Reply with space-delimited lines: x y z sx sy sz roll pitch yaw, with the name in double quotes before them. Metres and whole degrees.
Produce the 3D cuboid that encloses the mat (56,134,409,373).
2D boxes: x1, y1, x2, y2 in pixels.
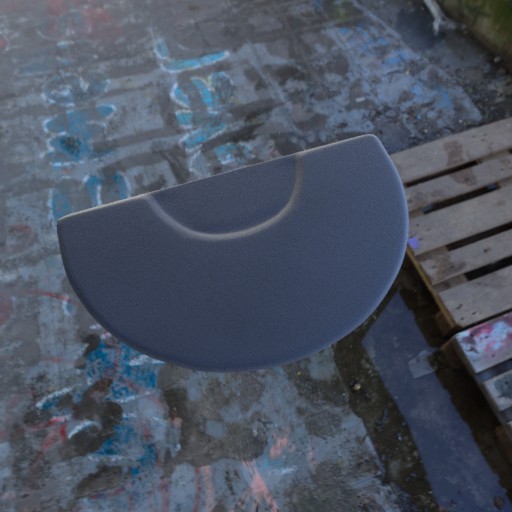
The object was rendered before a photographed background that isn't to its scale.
"mat" 0.000 0.000 1.826 1.525 0.016 0.917 -17 64 -9
